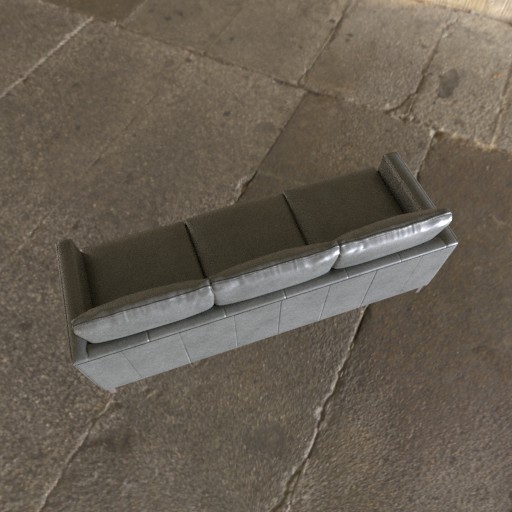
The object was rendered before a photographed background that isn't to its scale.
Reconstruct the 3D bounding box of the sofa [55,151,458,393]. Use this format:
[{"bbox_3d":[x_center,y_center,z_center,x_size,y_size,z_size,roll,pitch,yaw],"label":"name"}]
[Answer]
[{"bbox_3d":[0.000,0.000,2.472,2.029,0.805,0.748,-16,60,-10],"label":"sofa"}]
